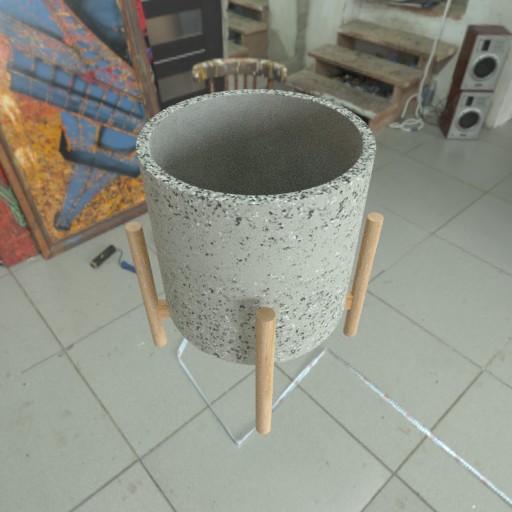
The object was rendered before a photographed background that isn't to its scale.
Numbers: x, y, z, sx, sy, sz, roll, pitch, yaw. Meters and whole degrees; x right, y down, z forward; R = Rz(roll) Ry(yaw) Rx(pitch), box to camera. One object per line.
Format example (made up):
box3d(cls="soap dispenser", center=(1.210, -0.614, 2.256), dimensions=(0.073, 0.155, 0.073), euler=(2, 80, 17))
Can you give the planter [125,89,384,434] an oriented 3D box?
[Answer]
box3d(cls="planter", center=(0.000, 0.000, 0.710), dimensions=(0.360, 0.419, 0.360), euler=(13, 44, 14))
